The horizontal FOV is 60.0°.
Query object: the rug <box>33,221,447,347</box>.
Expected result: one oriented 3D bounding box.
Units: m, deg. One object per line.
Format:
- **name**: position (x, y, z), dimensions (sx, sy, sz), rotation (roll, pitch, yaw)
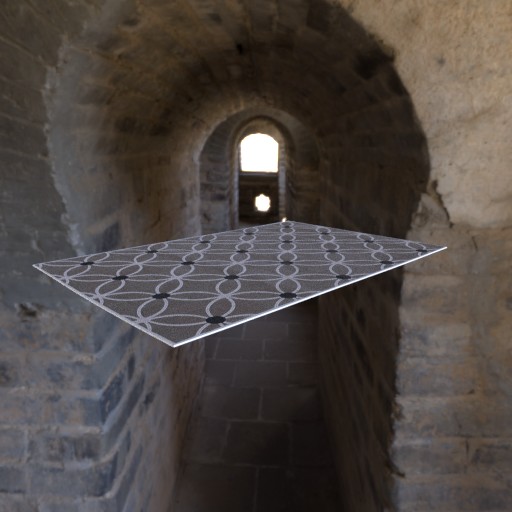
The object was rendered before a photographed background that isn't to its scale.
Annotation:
- **rug**: position (0.000, 0.000, 2.880), dimensions (2.284, 0.008, 1.522), rotation (-13, 19, -42)
